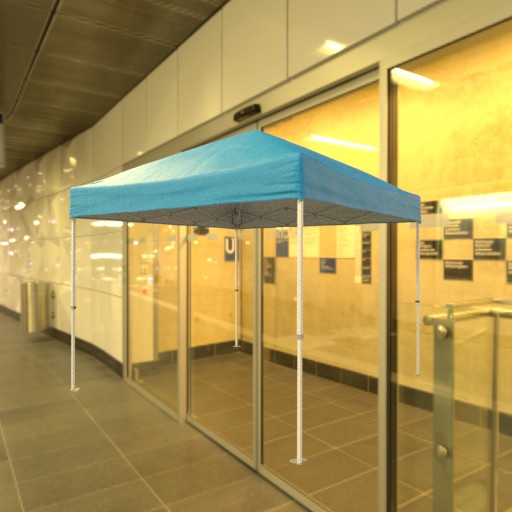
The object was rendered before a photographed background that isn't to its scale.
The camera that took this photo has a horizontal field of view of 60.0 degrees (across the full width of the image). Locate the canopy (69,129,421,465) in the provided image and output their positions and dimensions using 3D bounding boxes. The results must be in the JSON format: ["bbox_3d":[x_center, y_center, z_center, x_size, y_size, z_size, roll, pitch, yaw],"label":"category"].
[{"bbox_3d":[0.000,0.000,5.258,2.998,2.997,2.996,0,0,36],"label":"canopy"}]
